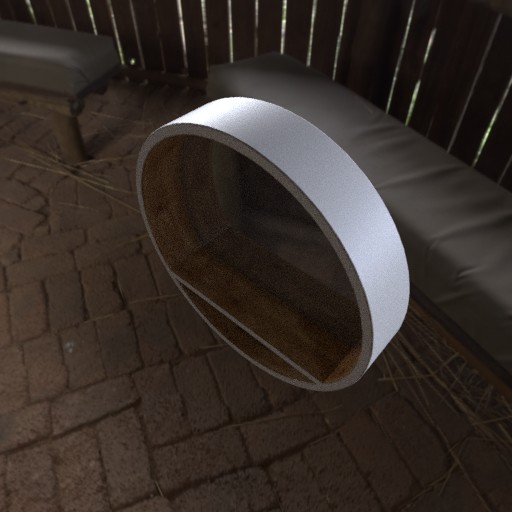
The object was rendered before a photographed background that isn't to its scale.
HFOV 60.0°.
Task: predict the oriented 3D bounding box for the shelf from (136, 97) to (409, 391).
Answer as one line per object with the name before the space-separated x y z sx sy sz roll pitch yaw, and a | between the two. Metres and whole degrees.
shelf | 0.000 0.000 1.202 0.806 0.807 0.158 33 54 27
